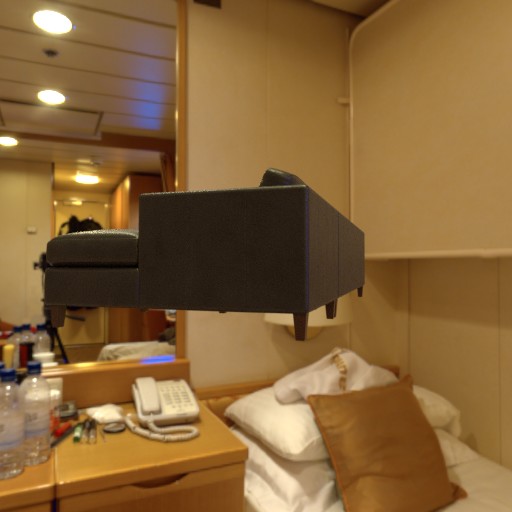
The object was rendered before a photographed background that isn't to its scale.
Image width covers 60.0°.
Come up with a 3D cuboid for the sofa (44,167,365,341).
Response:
[{"bbox_3d":[0.000,0.000,3.842,1.581,0.883,3.203,0,-1,18],"label":"sofa"}]
